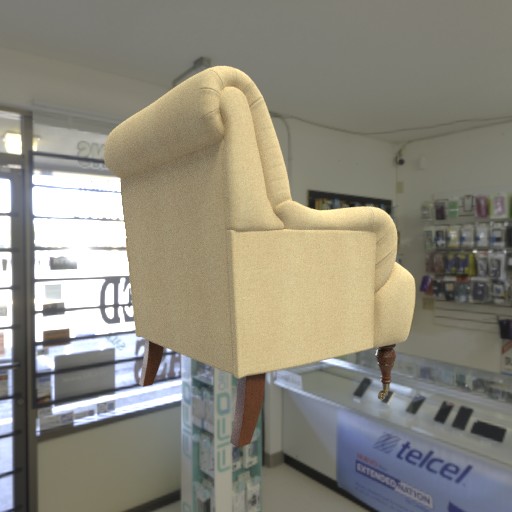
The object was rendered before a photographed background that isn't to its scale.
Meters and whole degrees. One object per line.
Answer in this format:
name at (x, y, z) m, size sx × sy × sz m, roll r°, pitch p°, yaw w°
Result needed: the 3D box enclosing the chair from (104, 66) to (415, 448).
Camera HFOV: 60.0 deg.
chair at (0.000, 0.000, 1.532) m, size 0.842 × 0.944 × 0.766 m, roll 0°, pitch 1°, yaw -36°
